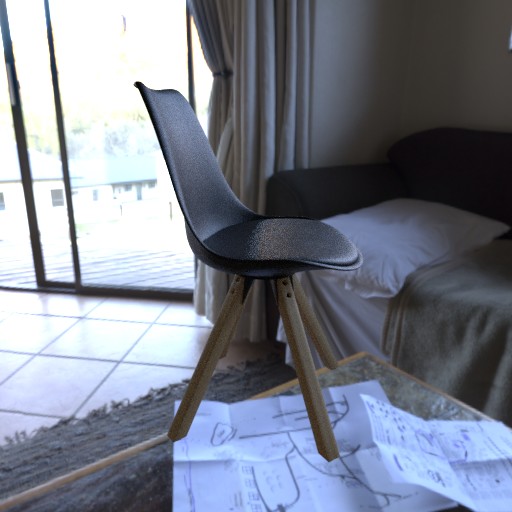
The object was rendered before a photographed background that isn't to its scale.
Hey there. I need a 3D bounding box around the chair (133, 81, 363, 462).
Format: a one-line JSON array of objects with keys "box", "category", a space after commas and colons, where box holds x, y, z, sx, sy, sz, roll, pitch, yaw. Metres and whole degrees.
[{"box": [0.000, 0.000, 1.168, 0.549, 0.850, 0.485, 3, 16, 10], "category": "chair"}]
